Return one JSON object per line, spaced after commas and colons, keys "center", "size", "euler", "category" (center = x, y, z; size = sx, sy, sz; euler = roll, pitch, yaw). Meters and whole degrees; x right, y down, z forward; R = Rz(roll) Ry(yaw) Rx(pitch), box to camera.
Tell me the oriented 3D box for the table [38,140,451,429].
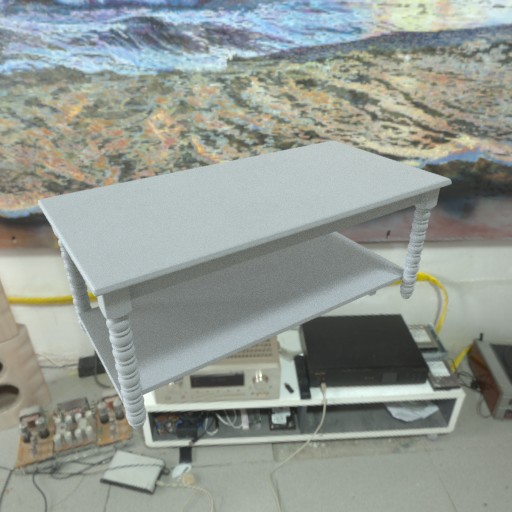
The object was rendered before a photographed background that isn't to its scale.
{"center": [0.000, 0.000, 1.501], "size": [1.171, 0.487, 0.580], "euler": [-18, 35, -29], "category": "table"}
